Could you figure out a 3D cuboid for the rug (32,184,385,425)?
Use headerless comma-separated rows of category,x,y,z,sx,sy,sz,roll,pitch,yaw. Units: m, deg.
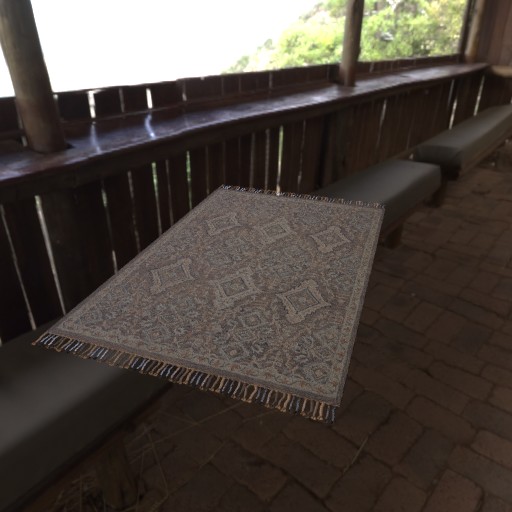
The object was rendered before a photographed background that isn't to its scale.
rug,0.000,0.000,2.989,1.516,0.010,2.434,9,30,17
